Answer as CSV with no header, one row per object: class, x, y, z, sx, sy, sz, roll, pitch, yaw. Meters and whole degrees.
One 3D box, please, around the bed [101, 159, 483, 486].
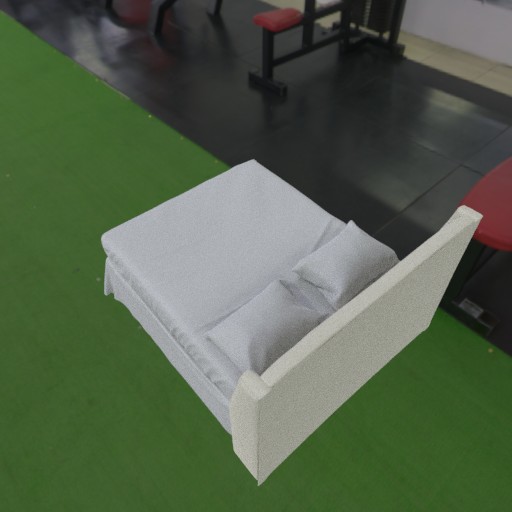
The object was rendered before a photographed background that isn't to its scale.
bed,0.000,0.000,3.451,1.925,1.332,2.276,-32,55,-26
